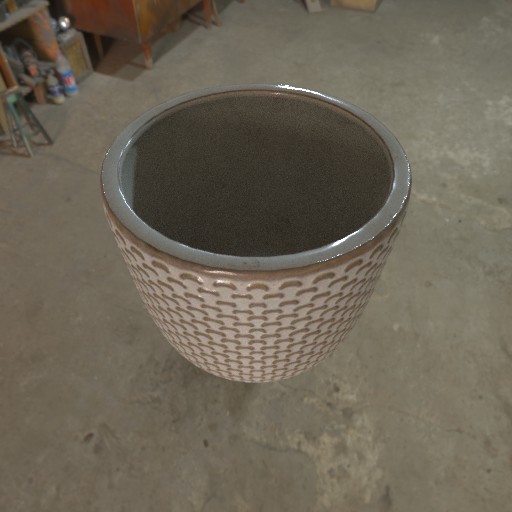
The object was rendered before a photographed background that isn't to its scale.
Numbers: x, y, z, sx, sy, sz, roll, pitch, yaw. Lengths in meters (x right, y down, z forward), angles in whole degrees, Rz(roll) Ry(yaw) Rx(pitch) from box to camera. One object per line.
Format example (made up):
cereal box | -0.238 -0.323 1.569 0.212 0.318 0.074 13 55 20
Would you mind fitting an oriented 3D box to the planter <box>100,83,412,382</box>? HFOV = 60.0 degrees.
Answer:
planter | 0.000 0.000 0.352 0.197 0.191 0.197 0 48 0
